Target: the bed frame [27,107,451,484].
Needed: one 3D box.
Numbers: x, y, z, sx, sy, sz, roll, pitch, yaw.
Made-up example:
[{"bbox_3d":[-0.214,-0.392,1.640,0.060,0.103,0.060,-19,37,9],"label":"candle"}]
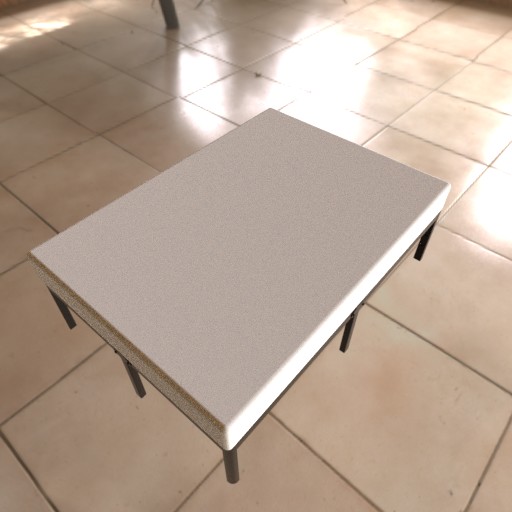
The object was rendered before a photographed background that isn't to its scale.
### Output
[{"bbox_3d":[0.000,0.000,2.667,1.408,0.659,1.956,32,55,27],"label":"bed frame"}]
